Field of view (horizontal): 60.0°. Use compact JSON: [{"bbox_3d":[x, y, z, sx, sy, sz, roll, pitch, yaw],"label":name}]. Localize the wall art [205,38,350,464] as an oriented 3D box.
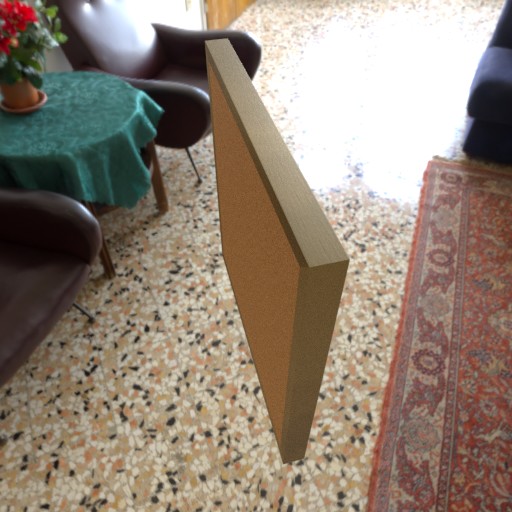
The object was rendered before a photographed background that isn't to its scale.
[{"bbox_3d":[0.000,0.000,0.741,0.038,0.508,0.507,-11,48,-10],"label":"wall art"}]
